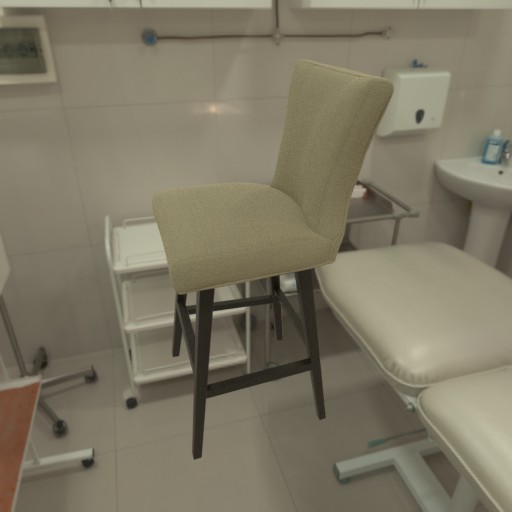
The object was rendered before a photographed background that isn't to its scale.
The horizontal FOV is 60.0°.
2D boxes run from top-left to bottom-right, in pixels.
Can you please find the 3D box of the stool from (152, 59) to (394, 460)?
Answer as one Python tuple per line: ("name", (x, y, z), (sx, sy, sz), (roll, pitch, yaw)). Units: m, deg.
("stool", (0.000, 0.000, 1.393), (0.574, 1.086, 0.514), (-8, 30, -15))
